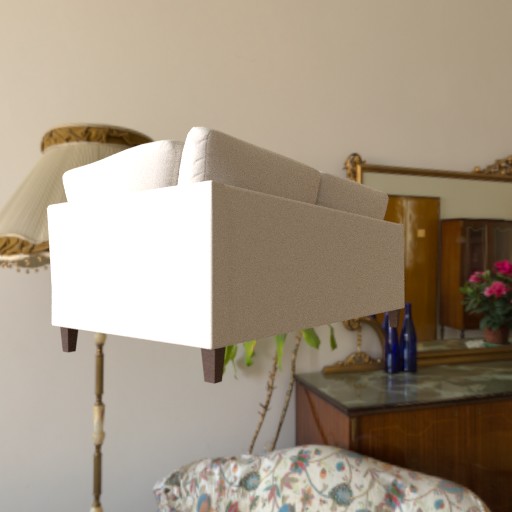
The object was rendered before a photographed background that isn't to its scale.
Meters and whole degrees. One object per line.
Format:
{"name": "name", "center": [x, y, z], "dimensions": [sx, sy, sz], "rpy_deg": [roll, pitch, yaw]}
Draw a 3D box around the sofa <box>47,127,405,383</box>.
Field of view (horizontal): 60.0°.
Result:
{"name": "sofa", "center": [0.000, 0.000, 2.309], "dimensions": [0.970, 0.836, 1.776], "rpy_deg": [-1, -2, 37]}
